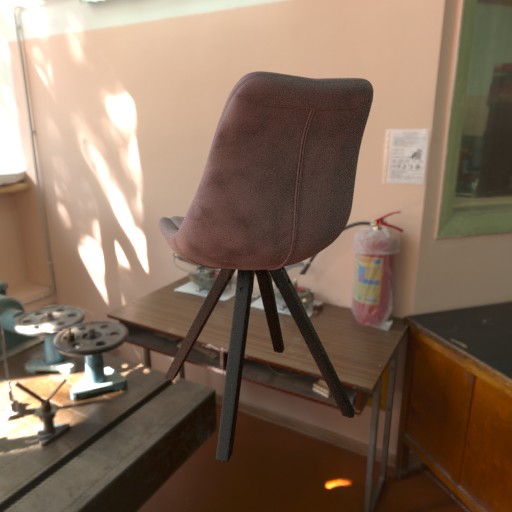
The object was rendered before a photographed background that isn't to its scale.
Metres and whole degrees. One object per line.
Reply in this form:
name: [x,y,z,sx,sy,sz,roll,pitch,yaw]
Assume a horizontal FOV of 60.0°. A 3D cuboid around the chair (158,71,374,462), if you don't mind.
chair: [0.000,0.000,1.204,0.483,0.865,0.547,-8,17,-26]
